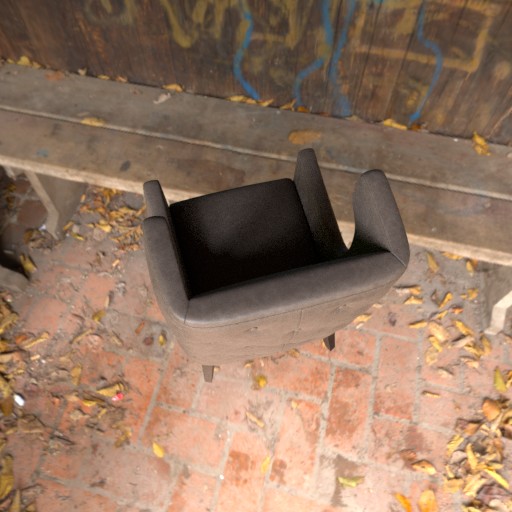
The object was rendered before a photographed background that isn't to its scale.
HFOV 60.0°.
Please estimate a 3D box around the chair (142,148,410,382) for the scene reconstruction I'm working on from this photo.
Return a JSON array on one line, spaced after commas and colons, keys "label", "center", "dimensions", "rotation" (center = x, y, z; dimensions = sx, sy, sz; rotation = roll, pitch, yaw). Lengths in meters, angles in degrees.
[{"label": "chair", "center": [0.000, 0.000, 1.723], "dimensions": [0.769, 1.079, 0.899], "rotation": [-13, 61, -7]}]
